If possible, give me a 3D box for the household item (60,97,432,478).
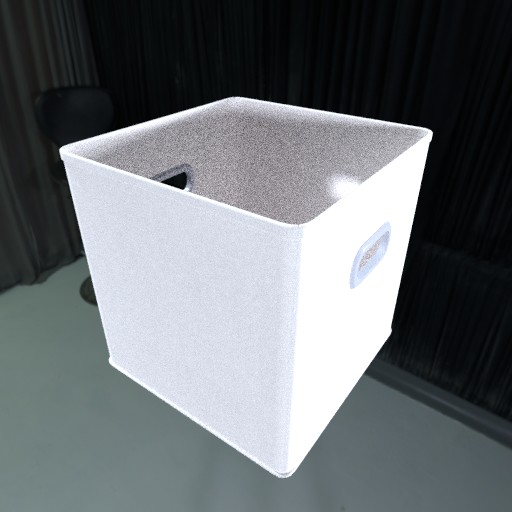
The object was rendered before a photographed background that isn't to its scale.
[{"bbox_3d":[0.000,0.000,0.569,0.305,0.305,0.305,21,38,30],"label":"household item"}]
